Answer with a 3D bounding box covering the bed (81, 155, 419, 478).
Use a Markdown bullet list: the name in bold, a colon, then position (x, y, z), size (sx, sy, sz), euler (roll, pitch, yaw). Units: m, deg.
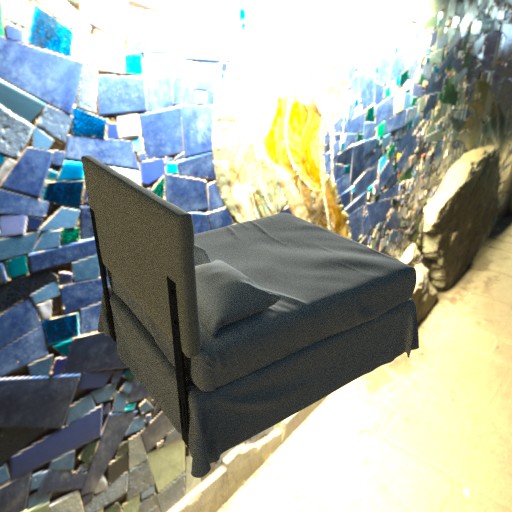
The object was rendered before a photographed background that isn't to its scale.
- **bed**: position (0.000, 0.000, 3.545), size (2.222, 1.577, 1.936), euler (-16, 30, -31)
